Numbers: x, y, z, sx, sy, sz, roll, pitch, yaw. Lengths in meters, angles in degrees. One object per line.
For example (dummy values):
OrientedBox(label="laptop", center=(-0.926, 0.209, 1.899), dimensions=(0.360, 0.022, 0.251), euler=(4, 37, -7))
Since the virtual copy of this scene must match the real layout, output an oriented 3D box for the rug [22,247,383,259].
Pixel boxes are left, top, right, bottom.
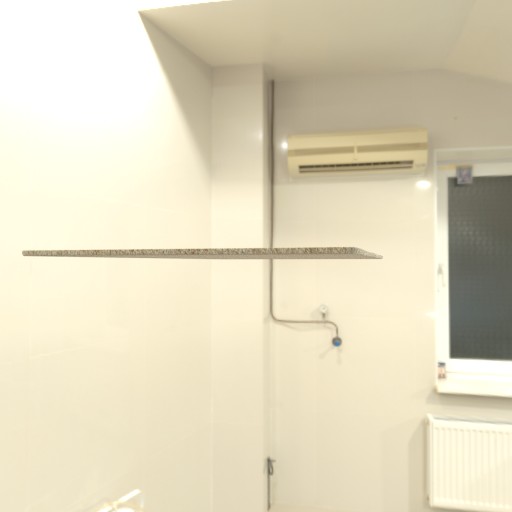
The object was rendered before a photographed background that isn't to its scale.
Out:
OrientedBox(label="rug", center=(0.000, 0.000, 2.879), dimensions=(1.500, 0.025, 2.349), euler=(0, -1, 18))
